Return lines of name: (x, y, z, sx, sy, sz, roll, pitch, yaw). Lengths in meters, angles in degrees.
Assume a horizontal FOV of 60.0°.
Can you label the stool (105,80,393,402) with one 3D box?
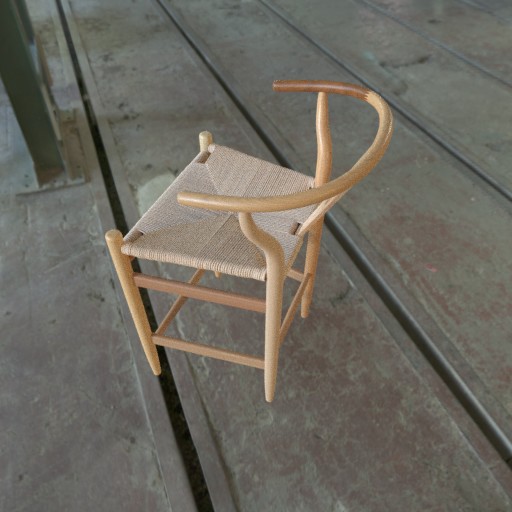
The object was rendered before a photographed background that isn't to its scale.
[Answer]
stool: (0.000, 0.000, 1.280, 0.575, 0.923, 0.536, 17, 49, 15)
